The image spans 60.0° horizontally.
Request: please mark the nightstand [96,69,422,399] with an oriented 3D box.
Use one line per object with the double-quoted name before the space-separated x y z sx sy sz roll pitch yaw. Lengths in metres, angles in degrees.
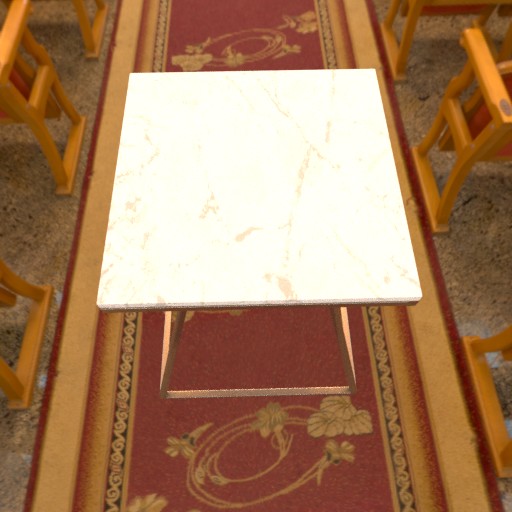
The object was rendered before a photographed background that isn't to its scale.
"nightstand" 0.000 0.000 0.887 0.455 0.554 0.455 -1 63 -1
